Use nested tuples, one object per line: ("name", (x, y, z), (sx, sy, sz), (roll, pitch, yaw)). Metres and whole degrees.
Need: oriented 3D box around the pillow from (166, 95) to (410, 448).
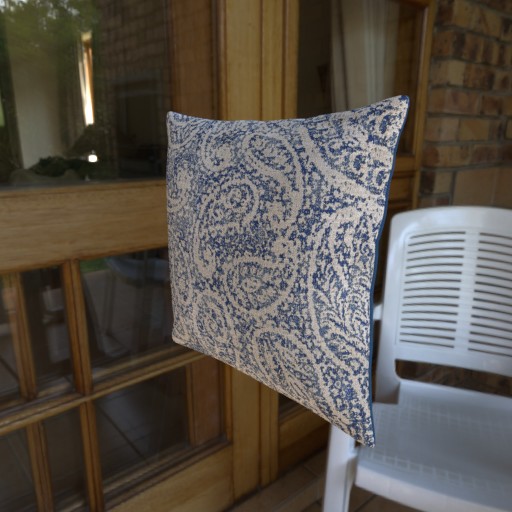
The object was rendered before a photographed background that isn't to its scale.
("pillow", (0.000, 0.000, 0.790), (0.523, 0.510, 0.166), (14, 21, 42))
